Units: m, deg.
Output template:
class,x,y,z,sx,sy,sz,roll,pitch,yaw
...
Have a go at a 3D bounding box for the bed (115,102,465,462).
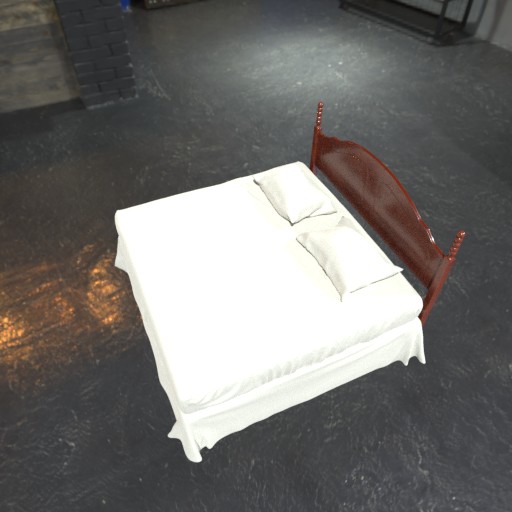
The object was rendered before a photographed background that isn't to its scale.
class,x,y,z,sx,sy,sz,roll,pitch,yaw
bed,0.000,0.000,3.683,2.219,1.355,2.322,-18,50,-16
